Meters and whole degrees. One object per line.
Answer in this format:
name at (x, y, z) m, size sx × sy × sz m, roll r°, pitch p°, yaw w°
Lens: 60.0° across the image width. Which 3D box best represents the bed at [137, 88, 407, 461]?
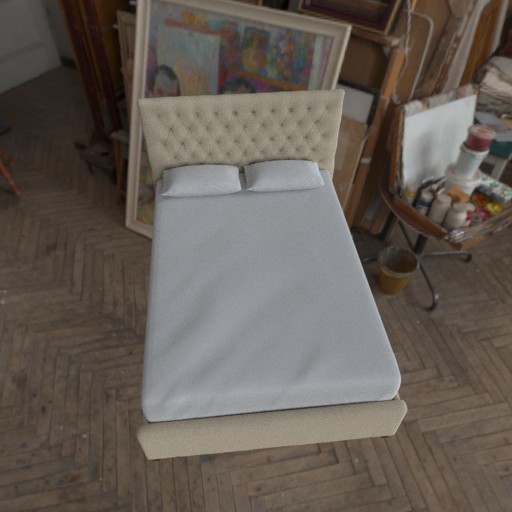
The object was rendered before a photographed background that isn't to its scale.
bed at (0.000, 0.000, 3.328) m, size 1.698 × 1.427 × 2.387 m, roll -4°, pitch 47°, yaw -4°
